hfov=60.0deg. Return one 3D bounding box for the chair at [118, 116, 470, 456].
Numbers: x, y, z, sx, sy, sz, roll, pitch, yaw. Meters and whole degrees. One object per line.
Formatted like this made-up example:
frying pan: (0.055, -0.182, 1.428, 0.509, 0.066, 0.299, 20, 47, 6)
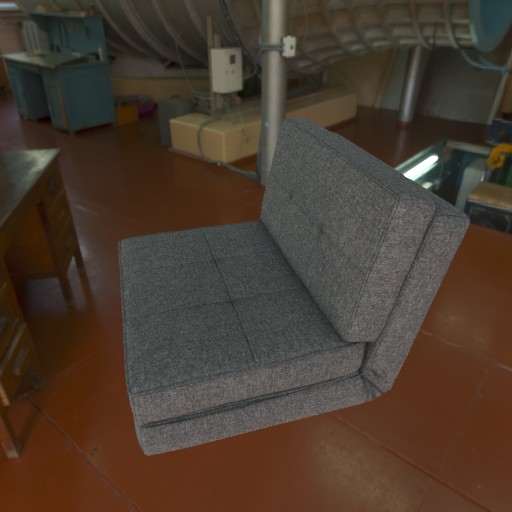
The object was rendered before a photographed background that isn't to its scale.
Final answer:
chair: (0.000, 0.000, 1.297, 0.800, 0.615, 0.740, -9, 32, -14)
